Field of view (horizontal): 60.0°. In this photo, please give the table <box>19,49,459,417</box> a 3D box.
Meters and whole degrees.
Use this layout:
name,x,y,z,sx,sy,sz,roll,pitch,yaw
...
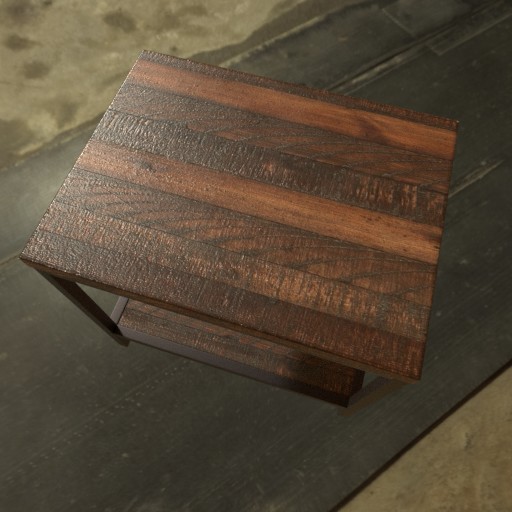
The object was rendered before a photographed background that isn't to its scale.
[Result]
name,x,y,z,sx,sy,sz,roll,pitch,yaw
table,0.000,0.000,1.087,0.678,0.612,0.524,16,66,7
